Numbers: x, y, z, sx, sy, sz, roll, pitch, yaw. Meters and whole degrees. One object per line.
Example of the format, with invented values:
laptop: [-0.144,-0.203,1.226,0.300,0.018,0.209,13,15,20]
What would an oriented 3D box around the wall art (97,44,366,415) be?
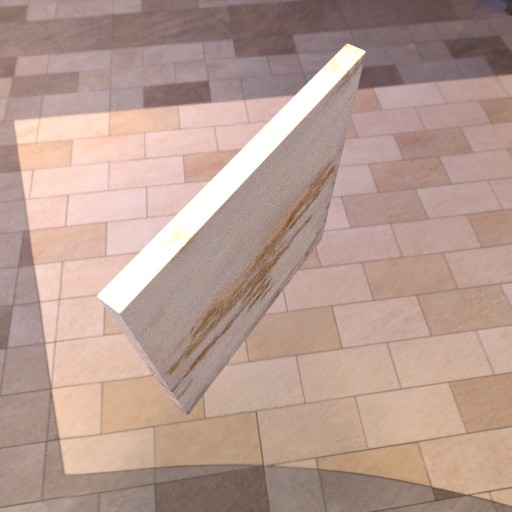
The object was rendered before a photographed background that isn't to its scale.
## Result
wall art: [0.000,0.000,0.922,0.040,0.613,0.611,32,64,17]
